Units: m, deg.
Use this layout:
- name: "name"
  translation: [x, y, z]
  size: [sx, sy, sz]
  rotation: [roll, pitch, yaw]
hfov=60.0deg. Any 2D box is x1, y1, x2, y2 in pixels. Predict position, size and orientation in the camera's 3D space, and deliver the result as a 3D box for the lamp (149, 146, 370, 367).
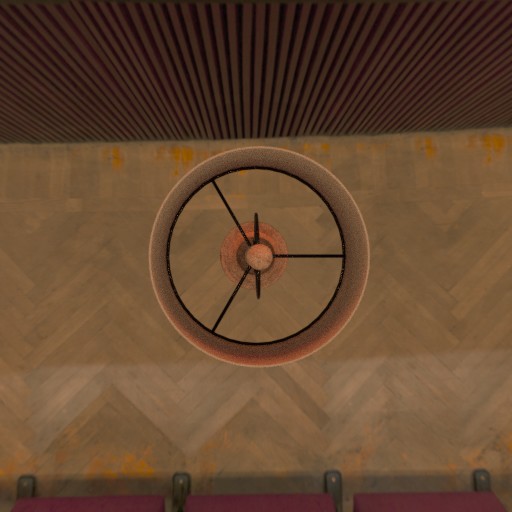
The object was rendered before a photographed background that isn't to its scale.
- name: "lamp"
  translation: [0.000, 0.000, 0.670]
  size: [0.273, 0.497, 0.273]
  rotation: [0, 90, -1]
